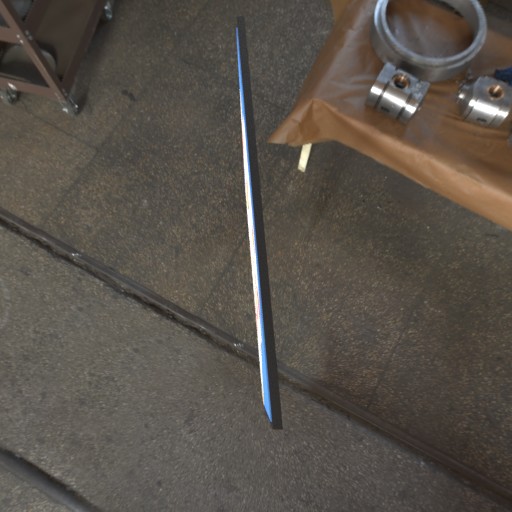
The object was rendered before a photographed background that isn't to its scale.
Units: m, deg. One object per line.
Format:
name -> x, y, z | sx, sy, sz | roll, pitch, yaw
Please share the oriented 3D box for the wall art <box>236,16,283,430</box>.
wall art -> 0.000, 0.000, 0.984 | 0.015, 0.663, 0.664 | -5, 74, -1
